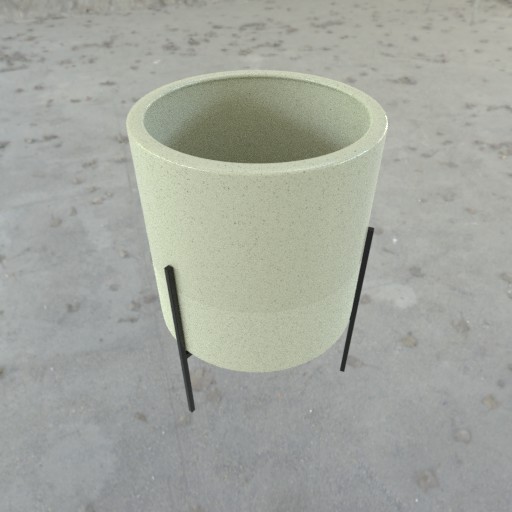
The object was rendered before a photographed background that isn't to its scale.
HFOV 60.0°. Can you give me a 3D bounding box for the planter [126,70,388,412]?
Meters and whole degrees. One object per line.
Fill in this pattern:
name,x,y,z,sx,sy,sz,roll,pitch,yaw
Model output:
planter,0.000,0.000,0.697,0.314,0.475,0.323,-11,41,-13
